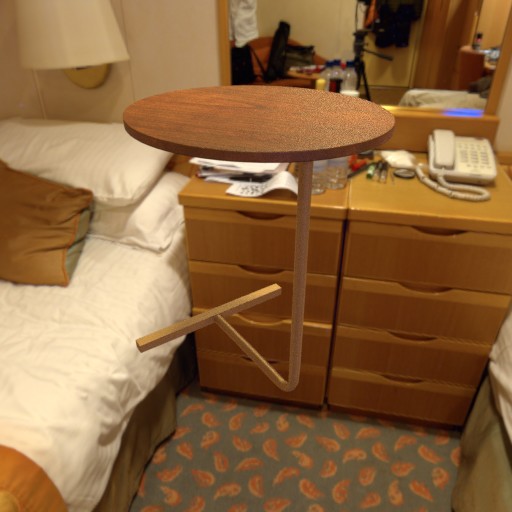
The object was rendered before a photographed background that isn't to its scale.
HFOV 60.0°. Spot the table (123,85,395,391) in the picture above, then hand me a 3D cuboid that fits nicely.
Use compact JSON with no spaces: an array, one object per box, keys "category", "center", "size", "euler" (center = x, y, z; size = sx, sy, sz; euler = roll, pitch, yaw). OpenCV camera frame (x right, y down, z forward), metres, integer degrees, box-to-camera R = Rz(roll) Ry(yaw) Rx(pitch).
[{"category":"table","center":[0.000,0.000,1.101],"size":[0.530,0.706,0.577],"euler":[-19,36,-29]}]
